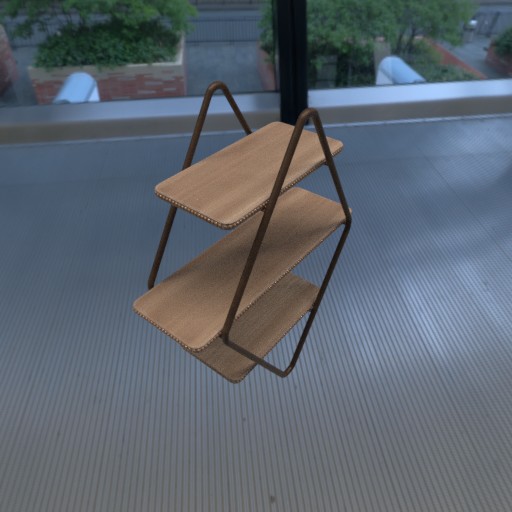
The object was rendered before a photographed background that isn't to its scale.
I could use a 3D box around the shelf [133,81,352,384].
[{"bbox_3d":[0.000,0.000,1.066,0.234,0.774,0.609,27,47,28],"label":"shelf"}]
